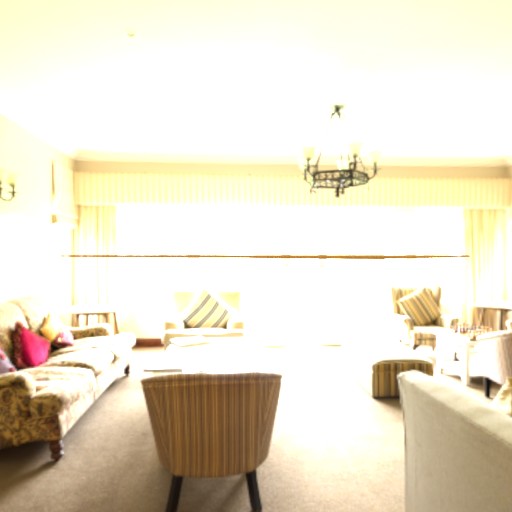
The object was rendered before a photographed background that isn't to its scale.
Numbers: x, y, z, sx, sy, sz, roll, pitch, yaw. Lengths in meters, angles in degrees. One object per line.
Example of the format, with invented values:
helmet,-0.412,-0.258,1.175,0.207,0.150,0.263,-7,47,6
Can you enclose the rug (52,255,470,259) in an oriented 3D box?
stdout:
rug,0.000,0.000,2.322,1.829,0.010,1.219,0,0,37
